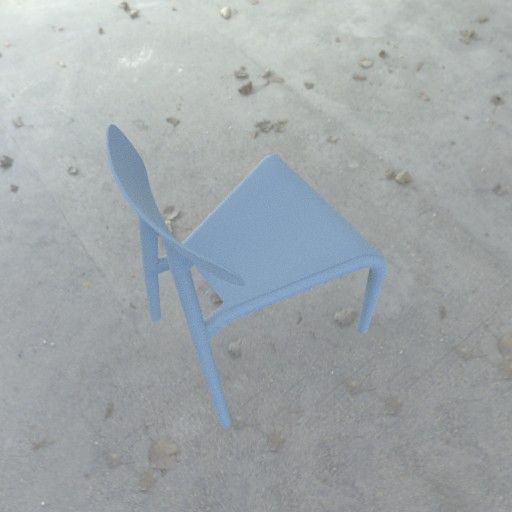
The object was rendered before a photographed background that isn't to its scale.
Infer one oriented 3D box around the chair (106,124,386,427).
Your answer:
[{"bbox_3d":[0.000,0.000,0.812,0.401,0.580,0.356,-32,63,-18],"label":"chair"}]
